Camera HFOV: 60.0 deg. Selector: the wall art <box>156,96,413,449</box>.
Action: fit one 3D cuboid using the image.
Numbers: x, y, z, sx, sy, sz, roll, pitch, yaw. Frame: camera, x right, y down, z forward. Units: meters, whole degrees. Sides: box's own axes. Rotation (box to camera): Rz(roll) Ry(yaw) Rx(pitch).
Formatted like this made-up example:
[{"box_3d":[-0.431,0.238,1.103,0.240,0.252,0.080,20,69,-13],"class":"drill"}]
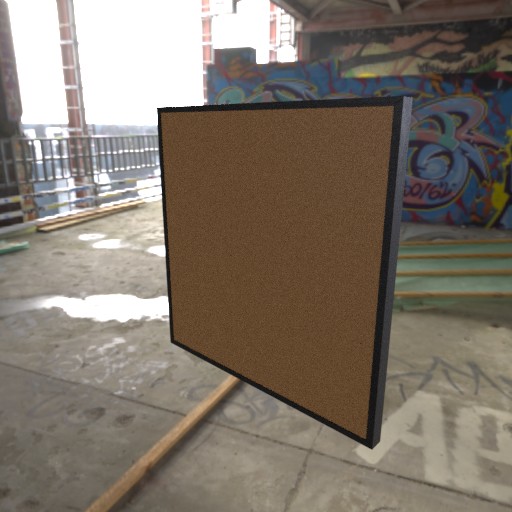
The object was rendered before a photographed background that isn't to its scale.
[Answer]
[{"box_3d":[0.000,0.000,1.168,0.763,0.763,0.039,15,22,41],"class":"wall art"}]
